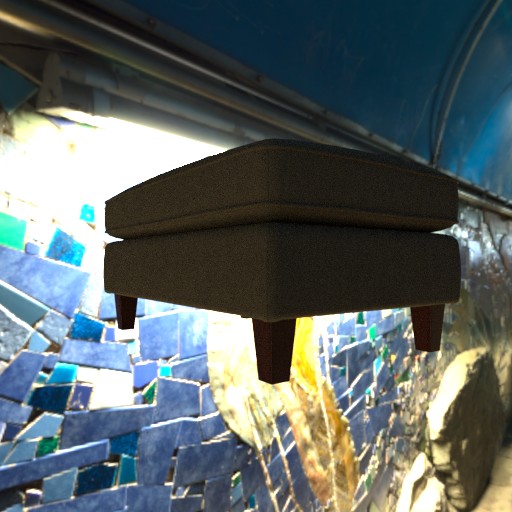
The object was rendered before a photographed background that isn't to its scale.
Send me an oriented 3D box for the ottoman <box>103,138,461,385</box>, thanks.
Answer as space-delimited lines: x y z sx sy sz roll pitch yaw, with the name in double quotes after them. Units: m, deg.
0.000 0.000 1.296 0.636 0.480 0.941 1 -1 -36 "ottoman"
